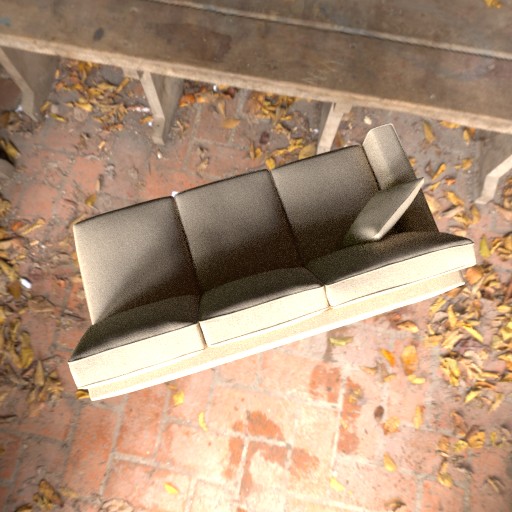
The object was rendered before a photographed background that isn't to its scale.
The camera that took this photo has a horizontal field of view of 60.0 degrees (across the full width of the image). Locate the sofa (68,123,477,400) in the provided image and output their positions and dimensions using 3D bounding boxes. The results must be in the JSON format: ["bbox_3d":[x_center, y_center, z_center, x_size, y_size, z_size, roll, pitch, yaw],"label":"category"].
[{"bbox_3d":[0.000,0.000,2.532,1.962,0.946,1.034,-17,76,-4],"label":"sofa"}]
